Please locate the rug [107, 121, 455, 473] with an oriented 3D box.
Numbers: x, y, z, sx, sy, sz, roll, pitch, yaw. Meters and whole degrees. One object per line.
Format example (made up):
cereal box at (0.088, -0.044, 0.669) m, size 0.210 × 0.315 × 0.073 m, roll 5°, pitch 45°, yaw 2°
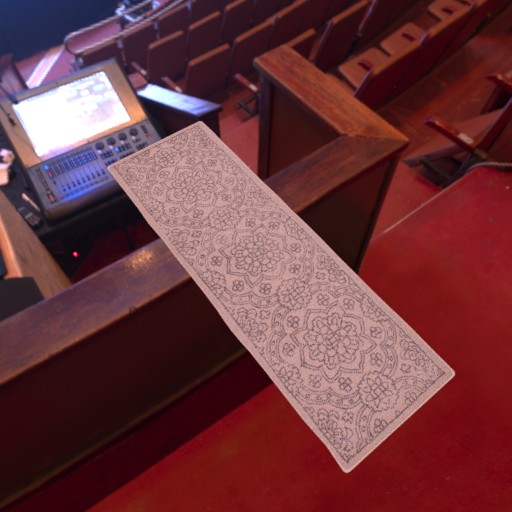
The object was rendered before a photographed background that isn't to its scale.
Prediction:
rug at (0.000, 0.000, 2.707) m, size 0.806 × 0.006 × 2.431 m, roll -33°, pitch 63°, yaw -19°
